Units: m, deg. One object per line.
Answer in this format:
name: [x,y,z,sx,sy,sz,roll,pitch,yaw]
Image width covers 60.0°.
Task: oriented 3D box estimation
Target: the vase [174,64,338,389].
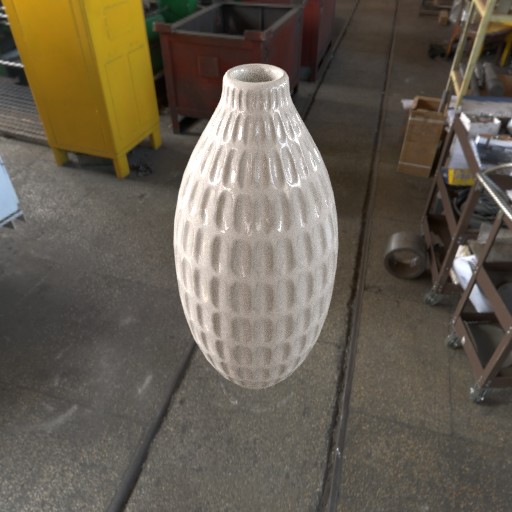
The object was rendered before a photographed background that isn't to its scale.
vase: [0.000,0.000,0.351,0.127,0.282,0.127,0,41,0]
